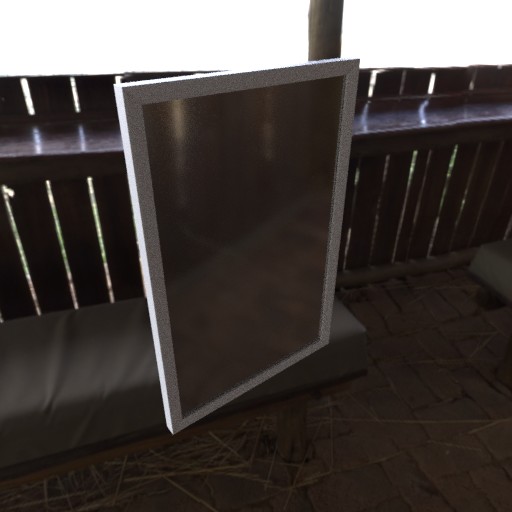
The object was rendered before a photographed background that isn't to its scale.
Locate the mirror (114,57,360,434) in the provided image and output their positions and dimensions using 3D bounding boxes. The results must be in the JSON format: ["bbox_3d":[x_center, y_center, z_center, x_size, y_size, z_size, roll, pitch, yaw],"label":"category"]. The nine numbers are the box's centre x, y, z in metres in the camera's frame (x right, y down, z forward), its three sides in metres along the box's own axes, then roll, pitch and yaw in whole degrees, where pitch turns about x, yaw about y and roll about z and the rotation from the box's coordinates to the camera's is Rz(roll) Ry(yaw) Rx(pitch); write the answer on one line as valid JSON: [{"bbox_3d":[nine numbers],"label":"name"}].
[{"bbox_3d":[0.000,0.000,1.165,0.609,0.914,0.041,-22,37,-31],"label":"mirror"}]
